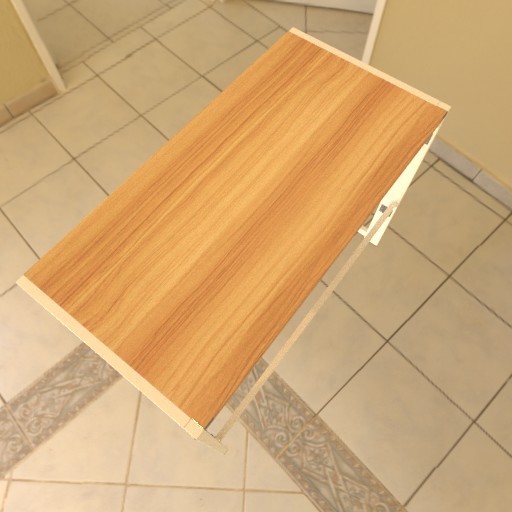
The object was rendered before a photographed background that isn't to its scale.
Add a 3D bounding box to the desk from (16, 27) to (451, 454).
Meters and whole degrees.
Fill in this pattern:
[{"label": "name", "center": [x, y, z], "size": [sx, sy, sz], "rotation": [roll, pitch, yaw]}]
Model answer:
[{"label": "desk", "center": [0.000, 0.000, 1.387], "size": [0.508, 0.762, 1.016], "rotation": [35, 69, 16]}]
